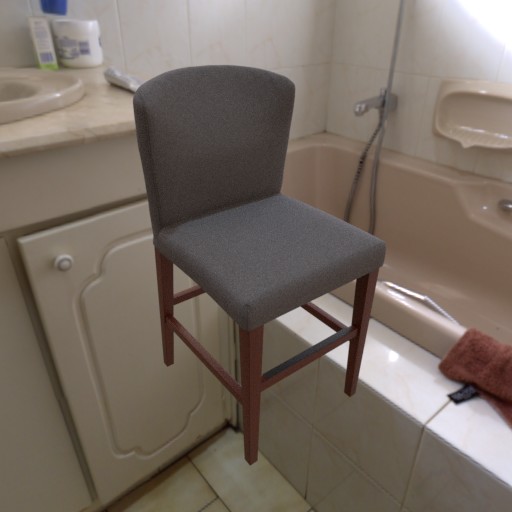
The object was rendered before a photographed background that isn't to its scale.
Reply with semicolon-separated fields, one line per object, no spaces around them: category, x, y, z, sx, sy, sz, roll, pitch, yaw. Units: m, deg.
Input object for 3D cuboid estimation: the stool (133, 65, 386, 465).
stool;0.000;0.000;1.284;0.481;0.968;0.568;-21;36;-32
